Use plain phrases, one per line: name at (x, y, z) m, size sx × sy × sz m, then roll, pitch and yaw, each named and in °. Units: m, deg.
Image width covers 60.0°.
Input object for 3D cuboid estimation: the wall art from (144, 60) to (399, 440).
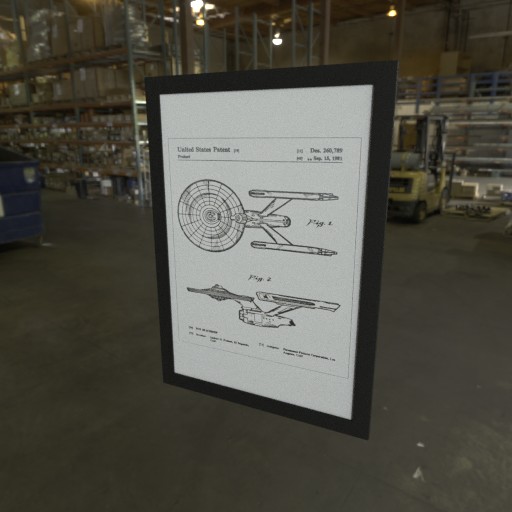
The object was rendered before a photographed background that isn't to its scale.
wall art at (0.000, 0.000, 0.680) m, size 0.379 × 0.530 × 0.008 m, roll 7°, pitch 17°, yaw 24°
